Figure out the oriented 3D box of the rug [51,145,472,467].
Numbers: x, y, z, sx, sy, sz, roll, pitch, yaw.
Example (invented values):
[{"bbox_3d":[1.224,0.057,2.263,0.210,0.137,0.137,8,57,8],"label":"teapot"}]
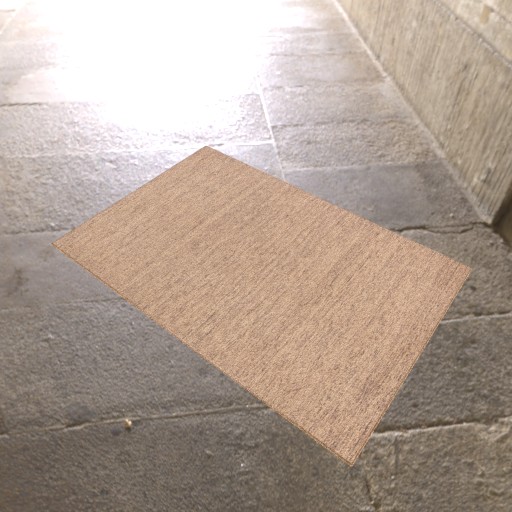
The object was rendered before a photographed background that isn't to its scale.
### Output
[{"bbox_3d":[0.000,0.000,2.319,1.840,0.013,1.225,30,53,25],"label":"rug"}]
